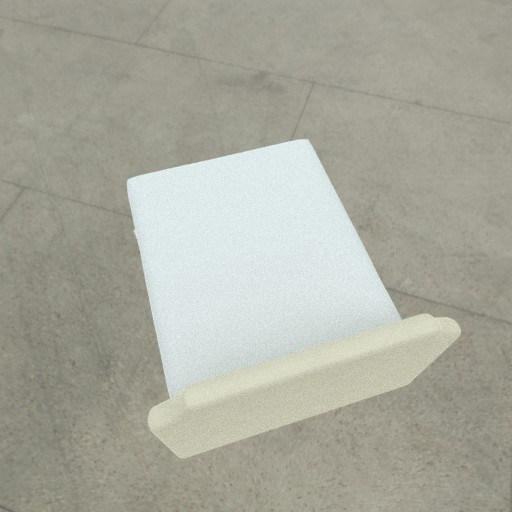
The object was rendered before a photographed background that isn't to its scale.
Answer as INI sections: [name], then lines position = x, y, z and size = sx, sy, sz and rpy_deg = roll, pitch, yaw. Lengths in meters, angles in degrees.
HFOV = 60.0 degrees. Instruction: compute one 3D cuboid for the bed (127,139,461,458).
[bed]
position = 0.000, 0.000, 3.301
size = 1.827, 1.296, 2.209
rpy_deg = -15, 60, -9
